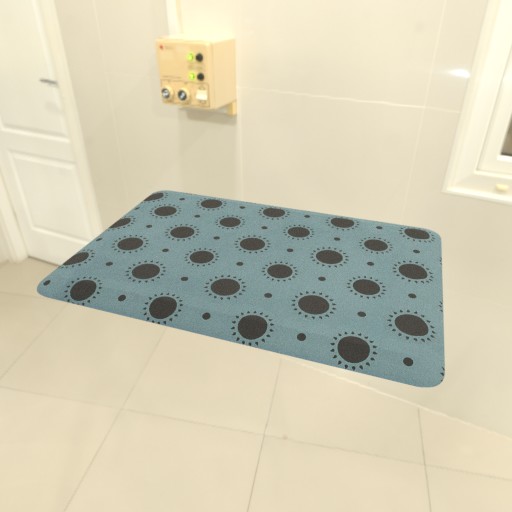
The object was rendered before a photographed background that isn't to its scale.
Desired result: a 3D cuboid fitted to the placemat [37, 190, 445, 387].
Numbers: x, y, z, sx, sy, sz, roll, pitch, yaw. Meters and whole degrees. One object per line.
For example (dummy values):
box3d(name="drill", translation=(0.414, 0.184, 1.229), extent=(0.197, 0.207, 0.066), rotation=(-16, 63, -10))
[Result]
box3d(name="placemat", translation=(0.000, 0.000, 0.955), extent=(0.762, 0.021, 0.508), rotation=(10, 34, 16))
